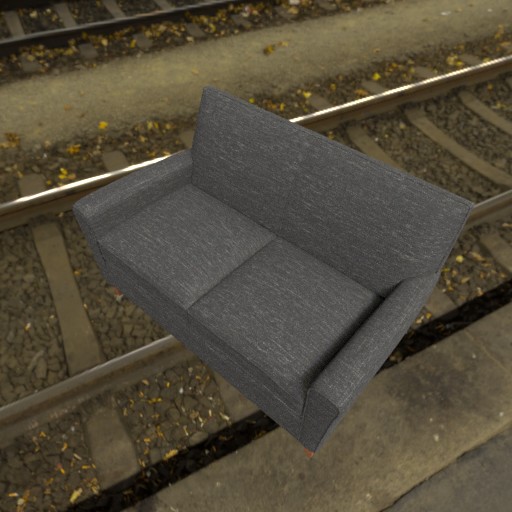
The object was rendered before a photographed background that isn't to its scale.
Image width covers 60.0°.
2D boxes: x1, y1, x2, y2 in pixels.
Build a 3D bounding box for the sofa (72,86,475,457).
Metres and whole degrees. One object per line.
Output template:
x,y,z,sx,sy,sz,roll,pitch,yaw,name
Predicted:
0.000,0.000,1.976,1.420,0.846,0.875,33,56,26,sofa
